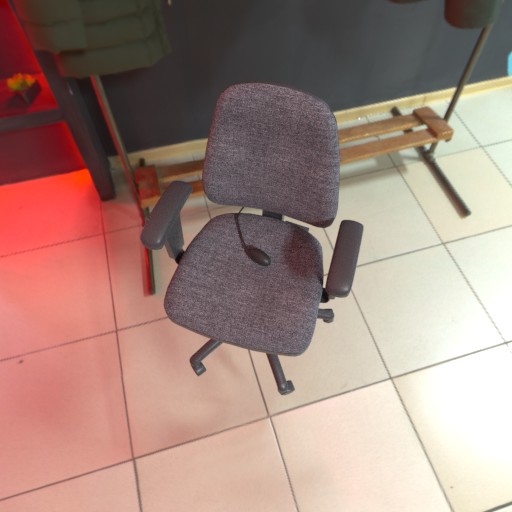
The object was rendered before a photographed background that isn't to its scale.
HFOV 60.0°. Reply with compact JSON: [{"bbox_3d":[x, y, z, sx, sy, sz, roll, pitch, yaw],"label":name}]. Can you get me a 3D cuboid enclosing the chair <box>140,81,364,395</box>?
[{"bbox_3d":[0.000,0.000,1.259,0.550,0.910,0.530,14,59,9],"label":"chair"}]
